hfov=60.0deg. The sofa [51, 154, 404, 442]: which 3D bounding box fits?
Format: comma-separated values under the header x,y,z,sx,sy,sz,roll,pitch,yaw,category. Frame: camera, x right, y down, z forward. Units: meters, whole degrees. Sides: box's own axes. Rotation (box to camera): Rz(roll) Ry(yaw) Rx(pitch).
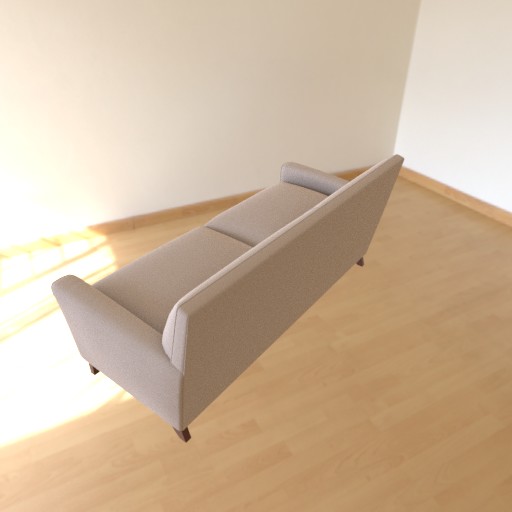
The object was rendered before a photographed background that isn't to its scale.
x,y,z,sx,sy,sz,roll,pitch,yaw,category
0.000,0.000,2.542,0.875,0.846,2.000,22,38,31,sofa
